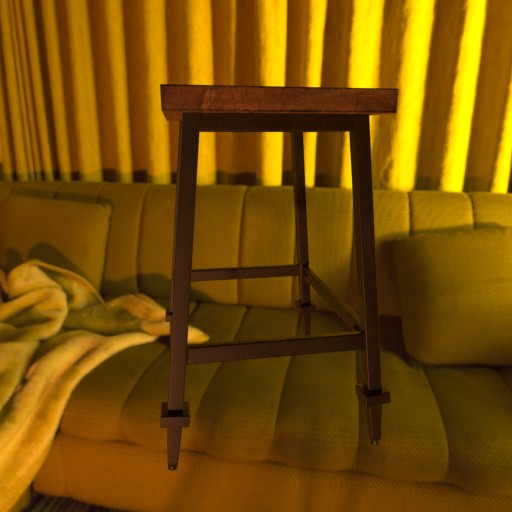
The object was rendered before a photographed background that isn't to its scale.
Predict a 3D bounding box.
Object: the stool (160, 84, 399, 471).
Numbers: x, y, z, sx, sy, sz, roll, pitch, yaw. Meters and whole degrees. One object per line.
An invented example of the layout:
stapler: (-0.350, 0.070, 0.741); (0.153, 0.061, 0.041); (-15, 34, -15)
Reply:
stool: (0.000, 0.000, 0.933); (0.405, 0.625, 0.486); (-3, 16, -10)
